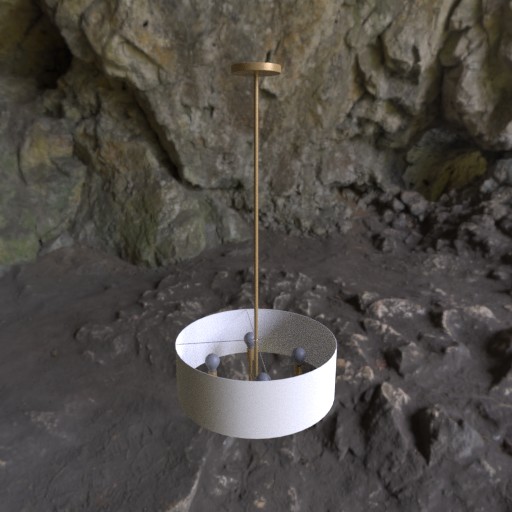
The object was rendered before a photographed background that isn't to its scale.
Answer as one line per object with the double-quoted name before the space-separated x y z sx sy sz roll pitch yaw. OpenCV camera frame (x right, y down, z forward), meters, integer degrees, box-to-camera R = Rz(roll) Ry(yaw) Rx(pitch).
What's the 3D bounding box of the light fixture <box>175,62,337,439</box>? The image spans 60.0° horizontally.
"light fixture" 0.000 0.000 1.342 0.508 1.067 0.508 0 15 0
